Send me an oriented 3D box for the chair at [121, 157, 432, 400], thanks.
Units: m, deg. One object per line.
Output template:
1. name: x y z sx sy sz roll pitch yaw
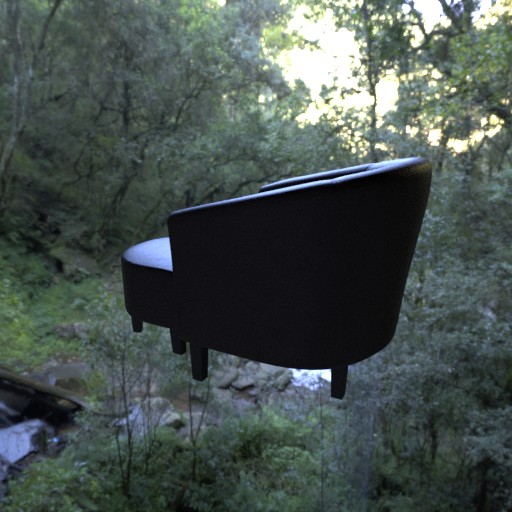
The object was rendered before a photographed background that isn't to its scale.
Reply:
1. chair: 0.000 0.000 1.675 1.176 0.755 0.737 8 19 26
